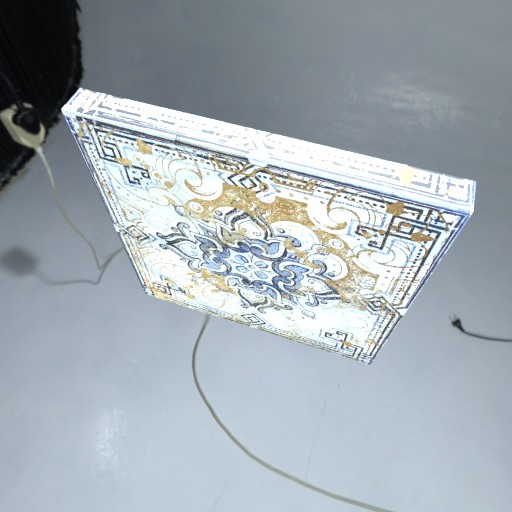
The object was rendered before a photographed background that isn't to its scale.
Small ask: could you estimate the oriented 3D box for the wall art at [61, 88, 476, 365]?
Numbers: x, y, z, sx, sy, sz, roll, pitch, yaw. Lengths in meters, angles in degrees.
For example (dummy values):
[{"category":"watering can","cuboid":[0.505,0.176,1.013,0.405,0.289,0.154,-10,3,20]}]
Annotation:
[{"category":"wall art","cuboid":[0.000,0.000,0.602,0.411,0.410,0.038,16,59,10]}]
